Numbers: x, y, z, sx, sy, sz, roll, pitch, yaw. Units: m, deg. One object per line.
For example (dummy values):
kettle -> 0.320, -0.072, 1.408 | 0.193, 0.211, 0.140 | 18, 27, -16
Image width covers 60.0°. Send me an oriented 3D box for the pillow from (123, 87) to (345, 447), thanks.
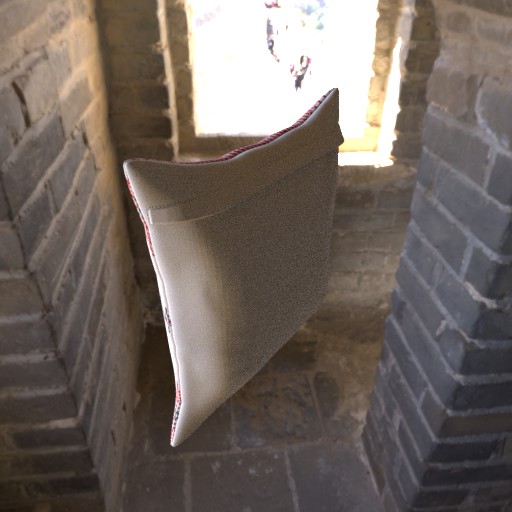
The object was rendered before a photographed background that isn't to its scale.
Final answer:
pillow -> 0.000, 0.000, 0.717 | 0.160, 0.454, 0.463 | 21, 37, 30
